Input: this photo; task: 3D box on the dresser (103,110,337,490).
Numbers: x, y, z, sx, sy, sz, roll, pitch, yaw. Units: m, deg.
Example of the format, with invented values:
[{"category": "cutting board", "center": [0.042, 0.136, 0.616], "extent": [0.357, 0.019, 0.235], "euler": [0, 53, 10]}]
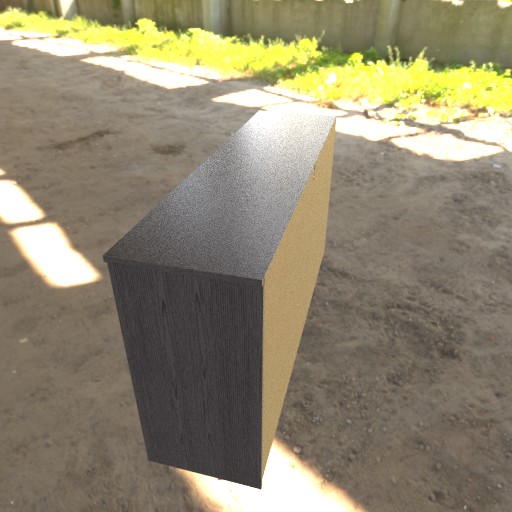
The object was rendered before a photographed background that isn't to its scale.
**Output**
[{"category": "dresser", "center": [0.000, 0.000, 1.697], "extent": [0.401, 0.755, 1.360], "euler": [8, 32, 13]}]
